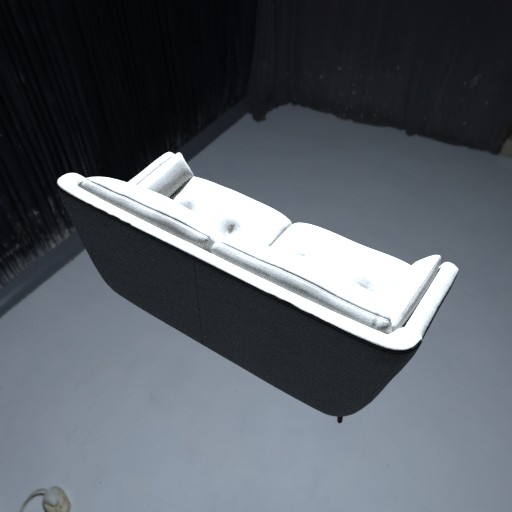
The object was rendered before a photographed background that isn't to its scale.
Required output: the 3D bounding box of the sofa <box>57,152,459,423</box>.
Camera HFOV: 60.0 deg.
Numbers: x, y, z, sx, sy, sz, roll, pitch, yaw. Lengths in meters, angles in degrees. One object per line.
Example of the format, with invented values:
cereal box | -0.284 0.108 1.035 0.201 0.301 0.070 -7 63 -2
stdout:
sofa | 0.000 0.000 2.429 1.930 0.897 0.976 25 52 22
